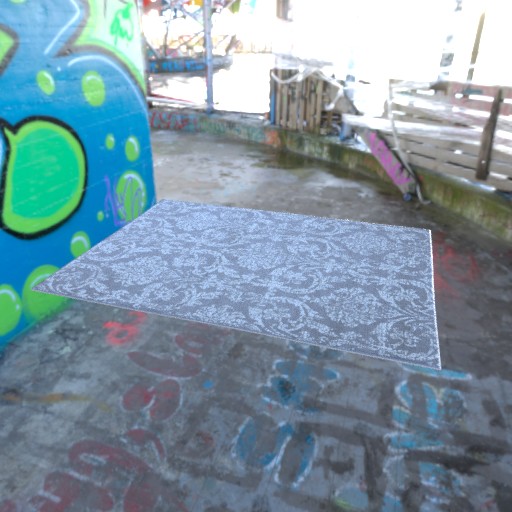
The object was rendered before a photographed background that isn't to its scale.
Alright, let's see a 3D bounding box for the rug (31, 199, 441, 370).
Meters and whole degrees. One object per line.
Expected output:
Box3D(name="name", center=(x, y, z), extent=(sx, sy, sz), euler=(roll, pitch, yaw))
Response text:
Box3D(name="rug", center=(0.000, 0.000, 2.906), extent=(2.206, 0.014, 1.578), euler=(8, 28, 16))
